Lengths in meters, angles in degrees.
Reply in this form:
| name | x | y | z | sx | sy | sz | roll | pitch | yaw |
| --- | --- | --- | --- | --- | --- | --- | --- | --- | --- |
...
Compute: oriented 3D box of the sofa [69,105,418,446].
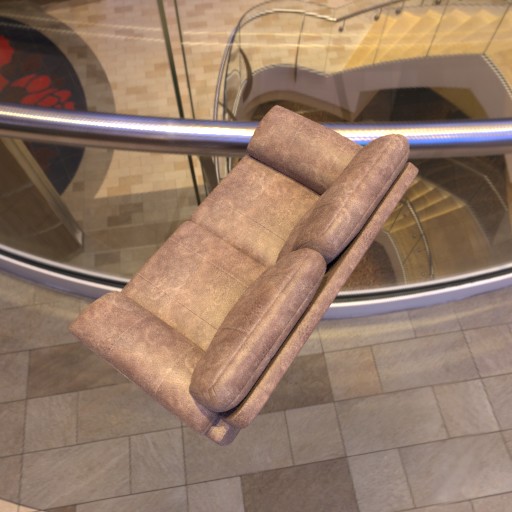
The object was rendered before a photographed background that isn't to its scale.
| name | x | y | z | sx | sy | sz | roll | pitch | yaw |
| --- | --- | --- | --- | --- | --- | --- | --- | --- | --- |
| sofa | 0.000 | 0.000 | 2.374 | 0.991 | 0.991 | 1.753 | 32 | 67 | 15 |
